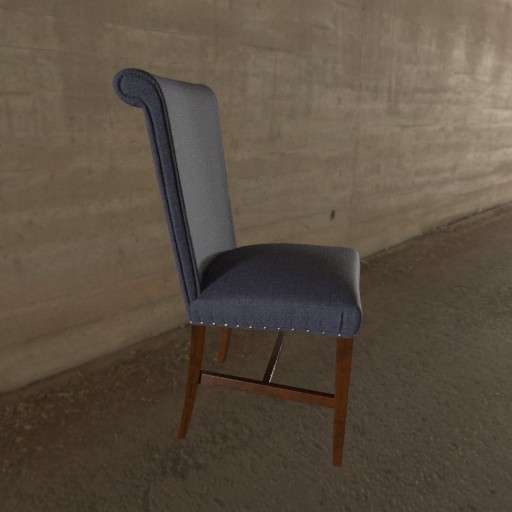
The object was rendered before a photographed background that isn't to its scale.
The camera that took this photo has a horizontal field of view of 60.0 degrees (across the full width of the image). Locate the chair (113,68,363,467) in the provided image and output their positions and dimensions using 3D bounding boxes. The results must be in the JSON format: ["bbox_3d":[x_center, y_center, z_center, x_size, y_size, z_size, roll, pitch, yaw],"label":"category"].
[{"bbox_3d":[0.000,0.000,1.306,0.608,0.988,0.513,3,17,11],"label":"chair"}]
